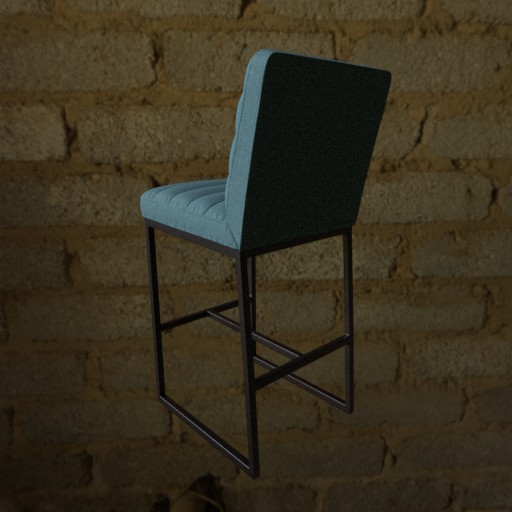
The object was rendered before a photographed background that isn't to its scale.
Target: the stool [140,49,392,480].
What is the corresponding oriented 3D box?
[{"bbox_3d":[0.000,0.000,1.326,0.460,1.040,0.560,-14,20,-41],"label":"stool"}]
